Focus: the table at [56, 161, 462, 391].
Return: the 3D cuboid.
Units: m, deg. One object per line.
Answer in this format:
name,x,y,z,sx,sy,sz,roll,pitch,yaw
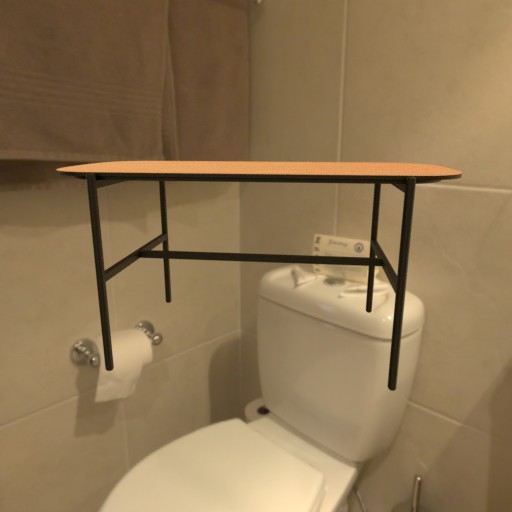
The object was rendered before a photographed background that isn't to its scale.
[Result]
table,0.000,0.000,1.009,0.800,0.400,0.400,2,15,7
